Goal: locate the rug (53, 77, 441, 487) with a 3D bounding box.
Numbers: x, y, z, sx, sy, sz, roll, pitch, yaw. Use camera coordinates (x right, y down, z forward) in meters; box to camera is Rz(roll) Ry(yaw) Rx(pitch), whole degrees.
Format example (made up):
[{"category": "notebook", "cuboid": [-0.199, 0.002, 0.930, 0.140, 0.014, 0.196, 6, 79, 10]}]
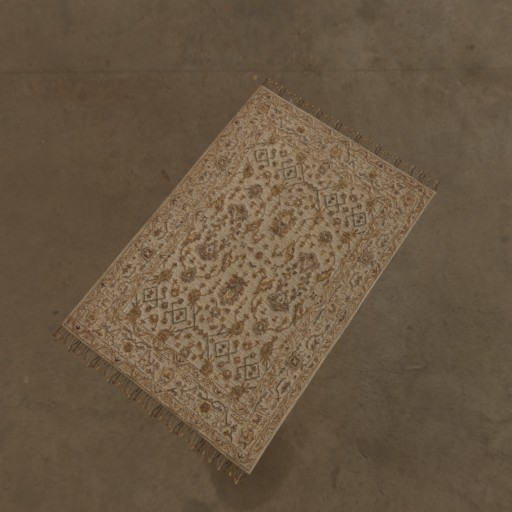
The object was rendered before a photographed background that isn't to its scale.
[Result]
[{"category": "rug", "cuboid": [0.000, 0.000, 3.013, 1.529, 0.027, 2.434, 35, 77, 9]}]
